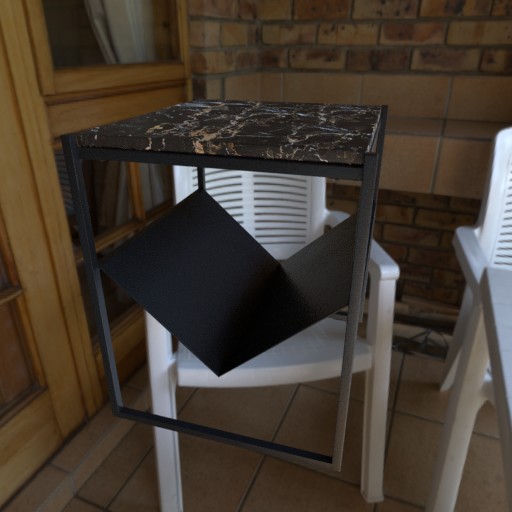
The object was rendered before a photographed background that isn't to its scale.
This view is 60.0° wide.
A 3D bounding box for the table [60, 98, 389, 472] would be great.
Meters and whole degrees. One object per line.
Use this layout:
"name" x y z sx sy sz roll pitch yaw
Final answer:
"table" 0.000 0.000 0.881 0.432 0.534 0.469 7 27 15
